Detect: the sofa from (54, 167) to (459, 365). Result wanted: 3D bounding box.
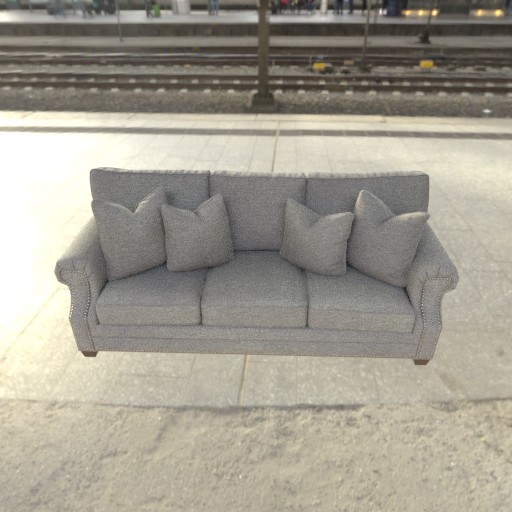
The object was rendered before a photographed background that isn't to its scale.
[{"bbox_3d":[0.000,0.000,2.850,2.312,0.975,0.965,1,31,2],"label":"sofa"}]
